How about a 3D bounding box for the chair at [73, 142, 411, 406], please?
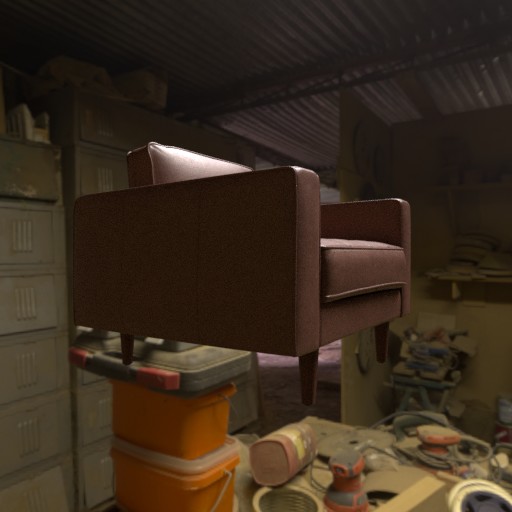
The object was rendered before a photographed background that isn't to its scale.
[{"bbox_3d":[0.000,0.000,1.580,0.900,0.770,0.920,0,0,35],"label":"chair"}]
